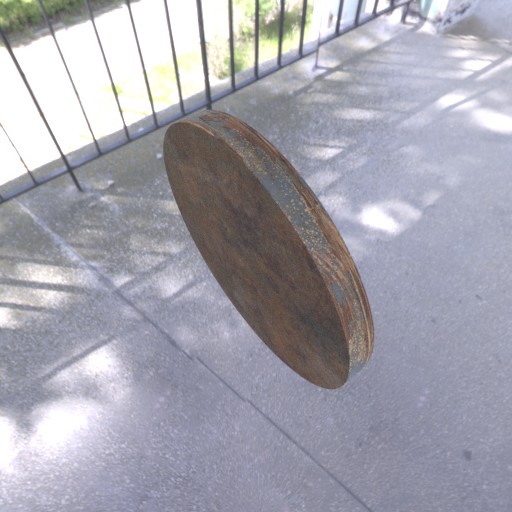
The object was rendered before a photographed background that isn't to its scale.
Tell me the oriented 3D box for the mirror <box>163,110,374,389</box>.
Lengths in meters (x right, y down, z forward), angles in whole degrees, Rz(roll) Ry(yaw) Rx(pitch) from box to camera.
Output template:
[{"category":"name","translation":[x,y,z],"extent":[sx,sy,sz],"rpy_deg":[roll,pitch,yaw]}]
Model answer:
[{"category":"mirror","translation":[0.000,0.000,0.885],"extent":[0.061,0.585,0.585],"rpy_deg":[-33,64,-18]}]
